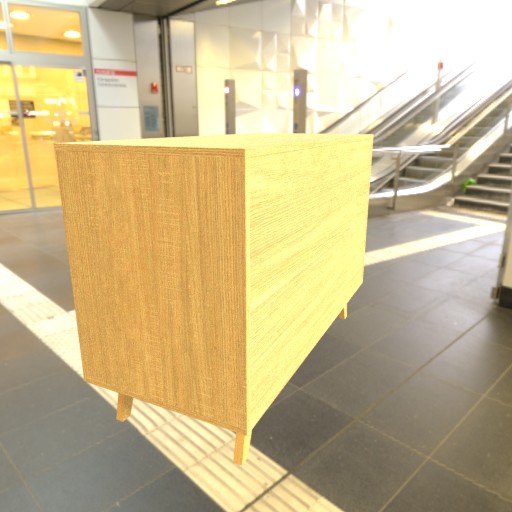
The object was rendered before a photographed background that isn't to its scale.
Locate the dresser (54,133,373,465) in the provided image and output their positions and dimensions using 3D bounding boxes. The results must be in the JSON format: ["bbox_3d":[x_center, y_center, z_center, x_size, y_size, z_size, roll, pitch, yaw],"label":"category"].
[{"bbox_3d":[0.000,0.000,1.511,0.500,0.780,1.110,8,19,25],"label":"dresser"}]
